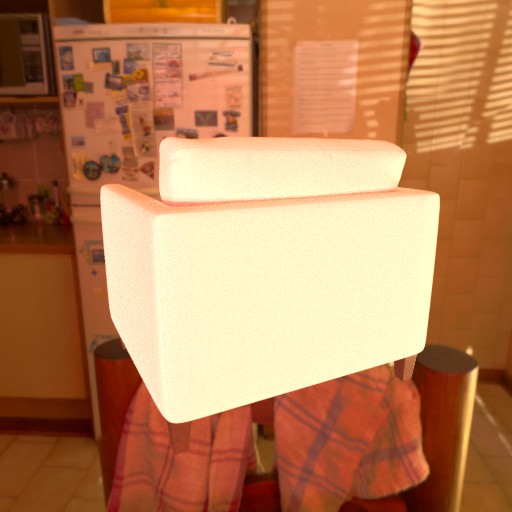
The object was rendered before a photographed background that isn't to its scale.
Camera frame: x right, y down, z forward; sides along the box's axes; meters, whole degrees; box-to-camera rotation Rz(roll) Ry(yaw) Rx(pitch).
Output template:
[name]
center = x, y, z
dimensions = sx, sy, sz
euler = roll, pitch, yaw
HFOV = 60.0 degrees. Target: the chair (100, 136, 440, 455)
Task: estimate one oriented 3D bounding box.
[chair]
center = 0.000, 0.000, 1.712
dimensions = 1.019, 0.885, 0.878
euler = -7, 16, -26
